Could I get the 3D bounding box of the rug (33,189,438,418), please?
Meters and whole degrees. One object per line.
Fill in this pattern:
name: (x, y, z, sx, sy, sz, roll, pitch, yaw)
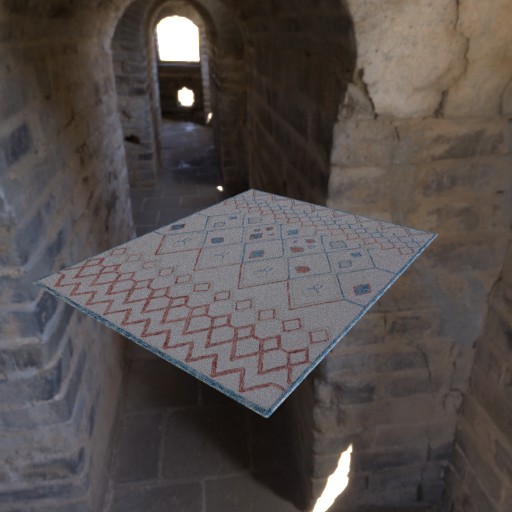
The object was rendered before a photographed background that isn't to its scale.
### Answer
rug: (0.000, 0.000, 4.174, 2.441, 0.016, 3.050, 19, 33, 32)
